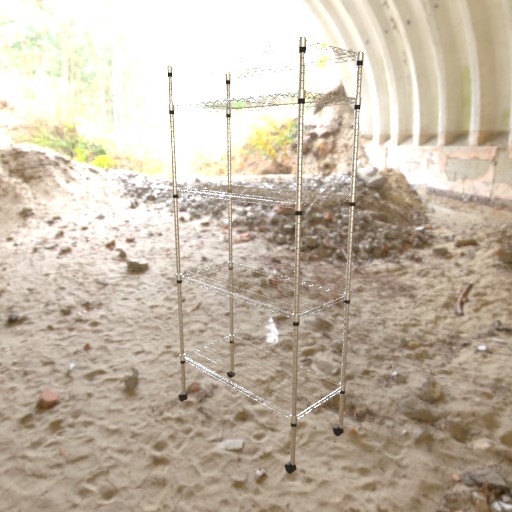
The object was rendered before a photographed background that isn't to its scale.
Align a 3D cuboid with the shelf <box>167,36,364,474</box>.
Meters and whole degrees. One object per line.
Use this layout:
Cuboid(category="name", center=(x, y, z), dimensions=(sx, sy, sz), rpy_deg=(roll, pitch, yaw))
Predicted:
Cuboid(category="shelf", center=(0.000, 0.000, 1.930), dimensions=(0.762, 1.587, 0.356), rpy_deg=(14, 20, 43))
